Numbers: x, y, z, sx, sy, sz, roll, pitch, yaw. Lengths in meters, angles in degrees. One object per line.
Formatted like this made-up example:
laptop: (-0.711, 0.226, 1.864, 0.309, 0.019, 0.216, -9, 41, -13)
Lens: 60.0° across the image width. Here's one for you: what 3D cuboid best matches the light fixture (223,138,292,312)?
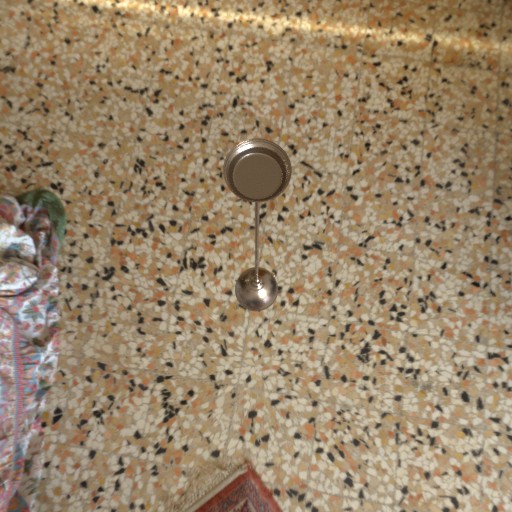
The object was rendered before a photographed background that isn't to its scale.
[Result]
light fixture: (0.000, 0.000, 1.500, 0.217, 1.367, 0.211, 18, 77, 4)
